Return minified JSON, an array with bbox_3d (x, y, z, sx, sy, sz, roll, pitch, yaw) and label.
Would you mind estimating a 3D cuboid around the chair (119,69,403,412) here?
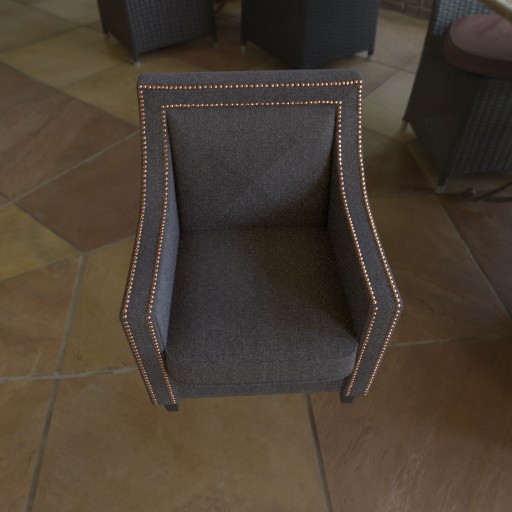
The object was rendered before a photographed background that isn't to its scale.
[{"bbox_3d":[0.000,0.000,1.574,0.776,0.967,0.884,-2,46,-2],"label":"chair"}]
